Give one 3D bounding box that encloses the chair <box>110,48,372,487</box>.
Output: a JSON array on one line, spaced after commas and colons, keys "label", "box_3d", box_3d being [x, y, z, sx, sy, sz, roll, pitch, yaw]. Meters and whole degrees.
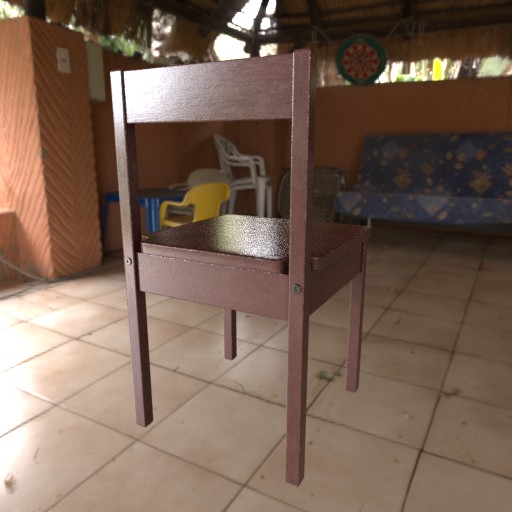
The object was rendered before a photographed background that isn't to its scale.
[{"label": "chair", "box_3d": [0.000, 0.000, 0.881, 0.367, 0.668, 0.361, 8, 16, 28]}]
